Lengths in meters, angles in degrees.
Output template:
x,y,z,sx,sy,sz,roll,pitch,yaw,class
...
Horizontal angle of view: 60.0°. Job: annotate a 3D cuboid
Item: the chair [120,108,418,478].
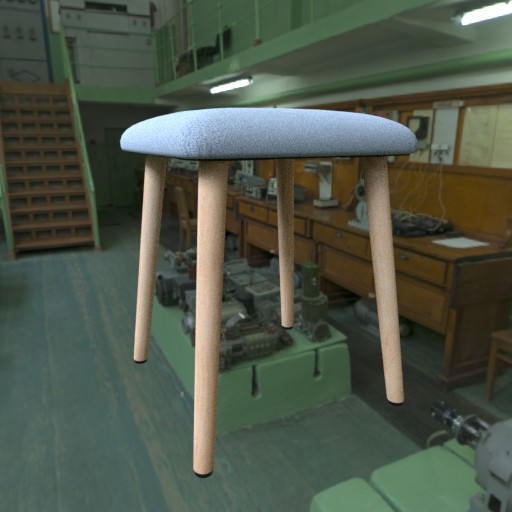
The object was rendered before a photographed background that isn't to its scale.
x,y,z,sx,sy,sz,roll,pitch,yaw,class
0.000,0.000,0.703,0.350,0.440,0.350,-8,17,-27,chair
